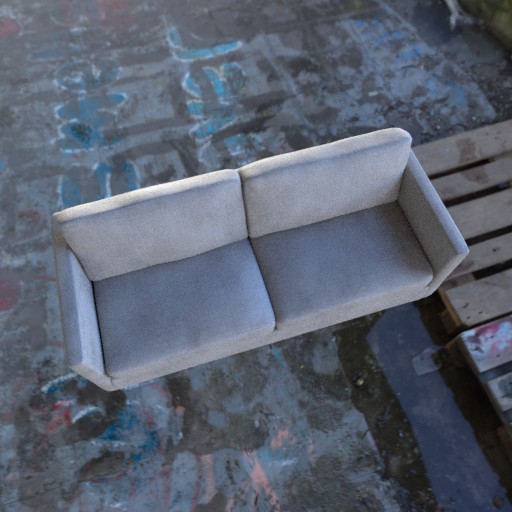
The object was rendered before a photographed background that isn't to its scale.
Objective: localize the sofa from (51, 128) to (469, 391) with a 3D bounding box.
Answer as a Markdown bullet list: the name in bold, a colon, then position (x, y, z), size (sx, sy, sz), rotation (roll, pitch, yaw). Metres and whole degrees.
- **sofa**: position (0.000, 0.000, 2.712), size (2.208, 0.965, 0.951), rotation (-15, 64, -7)
